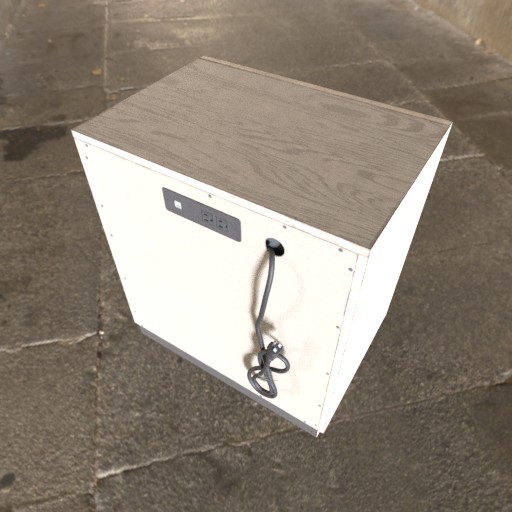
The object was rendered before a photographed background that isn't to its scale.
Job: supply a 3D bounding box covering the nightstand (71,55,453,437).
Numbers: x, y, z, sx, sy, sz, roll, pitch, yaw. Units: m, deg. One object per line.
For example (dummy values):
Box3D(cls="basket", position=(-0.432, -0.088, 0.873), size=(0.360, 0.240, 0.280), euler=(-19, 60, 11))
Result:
Box3D(cls="nightstand", position=(0.000, 0.000, 1.081), size=(0.612, 0.673, 0.483), euler=(24, 50, 22))
